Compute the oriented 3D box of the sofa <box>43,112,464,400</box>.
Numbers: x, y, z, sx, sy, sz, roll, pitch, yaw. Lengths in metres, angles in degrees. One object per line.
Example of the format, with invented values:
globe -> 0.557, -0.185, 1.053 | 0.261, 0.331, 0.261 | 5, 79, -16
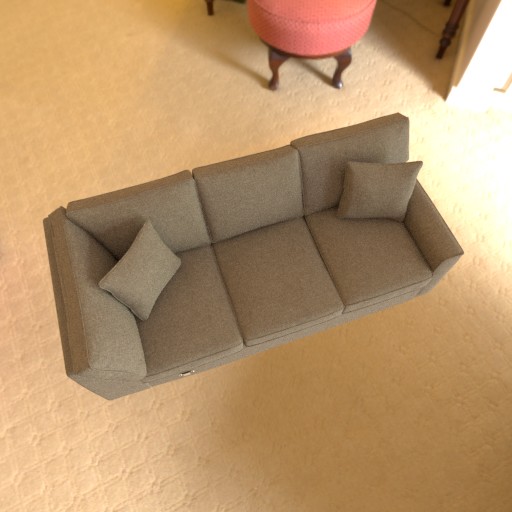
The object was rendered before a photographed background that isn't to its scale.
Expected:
sofa -> 0.000, 0.000, 2.802 | 2.317, 0.962, 1.061 | -17, 64, -9
